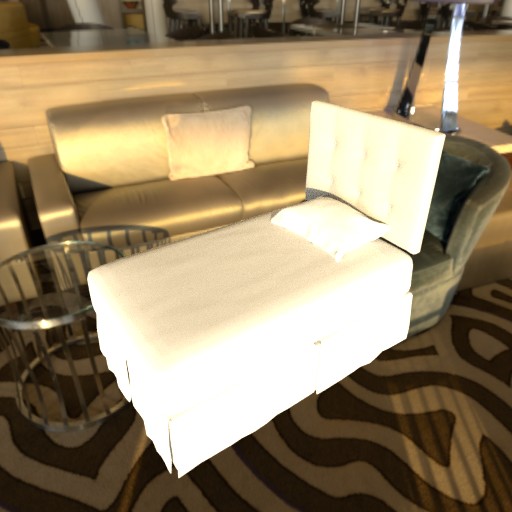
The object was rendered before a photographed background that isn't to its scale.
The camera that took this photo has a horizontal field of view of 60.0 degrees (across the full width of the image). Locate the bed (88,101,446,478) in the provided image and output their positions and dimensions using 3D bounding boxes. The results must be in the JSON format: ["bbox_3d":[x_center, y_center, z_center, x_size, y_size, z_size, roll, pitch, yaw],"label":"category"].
[{"bbox_3d":[0.000,0.000,2.932,1.997,1.571,1.261,-20,36,-30],"label":"bed"}]
